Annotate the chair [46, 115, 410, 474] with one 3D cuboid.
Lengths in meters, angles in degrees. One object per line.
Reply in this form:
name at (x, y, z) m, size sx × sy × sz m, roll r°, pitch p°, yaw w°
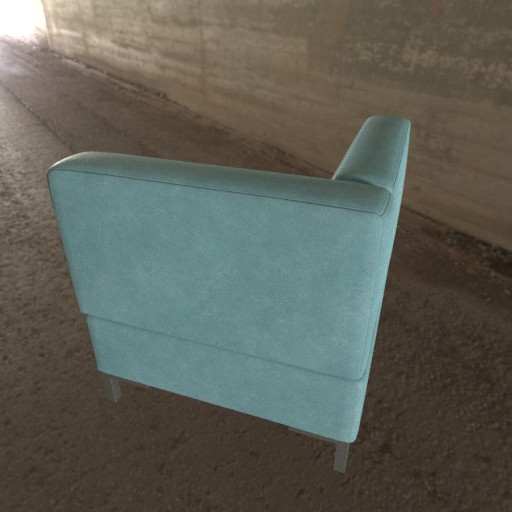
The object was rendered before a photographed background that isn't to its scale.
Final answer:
chair at (0.000, 0.000, 1.182) m, size 0.680 × 0.660 × 0.680 m, roll 10°, pitch 32°, yaw 17°
